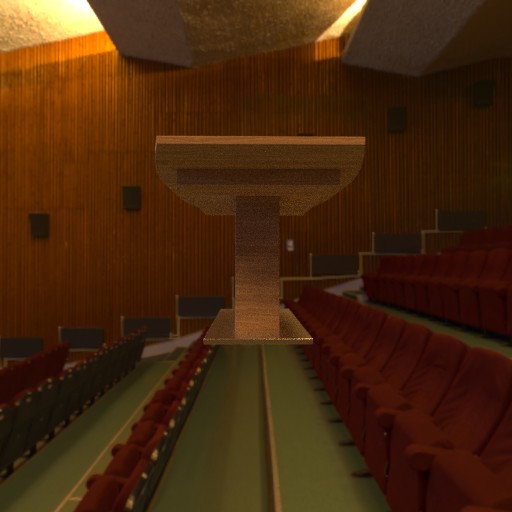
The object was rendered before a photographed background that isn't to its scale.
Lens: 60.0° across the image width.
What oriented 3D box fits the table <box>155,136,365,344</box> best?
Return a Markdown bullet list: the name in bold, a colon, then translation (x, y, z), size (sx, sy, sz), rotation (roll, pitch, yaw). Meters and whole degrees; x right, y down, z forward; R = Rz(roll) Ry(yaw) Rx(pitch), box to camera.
- **table**: translation (0.000, 0.000, 2.429), size (0.900, 0.750, 2.032), rotation (0, 0, -1)
